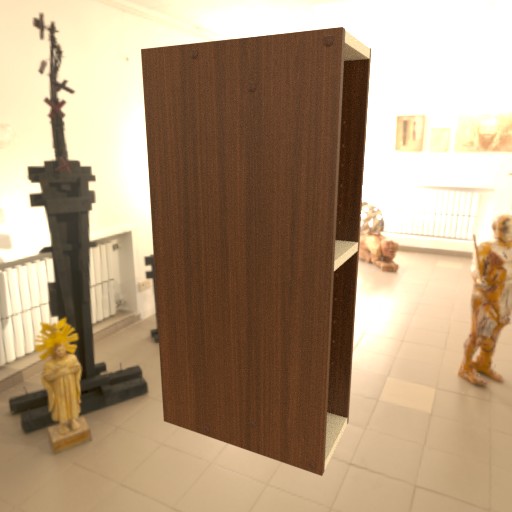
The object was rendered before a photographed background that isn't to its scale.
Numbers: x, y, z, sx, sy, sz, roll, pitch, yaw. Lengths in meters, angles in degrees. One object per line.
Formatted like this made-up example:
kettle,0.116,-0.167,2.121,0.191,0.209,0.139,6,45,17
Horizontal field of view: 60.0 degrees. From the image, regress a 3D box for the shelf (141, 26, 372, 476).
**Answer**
shelf,0.000,0.000,0.698,0.290,0.600,0.147,7,17,26
